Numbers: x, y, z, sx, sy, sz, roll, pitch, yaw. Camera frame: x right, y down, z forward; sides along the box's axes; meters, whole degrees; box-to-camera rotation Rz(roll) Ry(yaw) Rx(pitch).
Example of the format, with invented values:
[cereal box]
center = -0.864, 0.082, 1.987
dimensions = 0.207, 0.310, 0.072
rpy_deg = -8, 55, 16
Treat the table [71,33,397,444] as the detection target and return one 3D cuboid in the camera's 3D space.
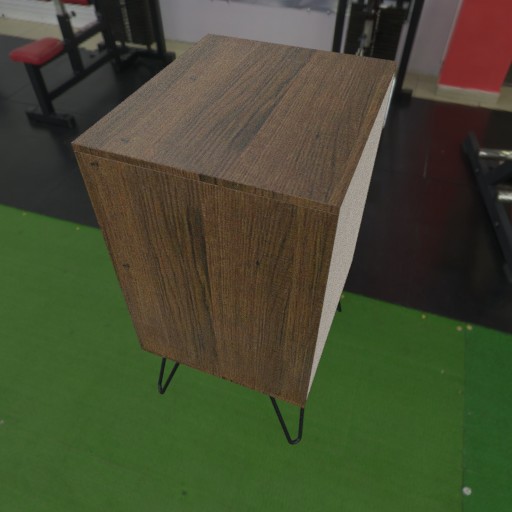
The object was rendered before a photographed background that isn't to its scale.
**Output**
[table]
center = 0.000, 0.000, 1.148
dimensions = 0.457, 0.866, 0.526
rpy_deg = 16, 48, 15
